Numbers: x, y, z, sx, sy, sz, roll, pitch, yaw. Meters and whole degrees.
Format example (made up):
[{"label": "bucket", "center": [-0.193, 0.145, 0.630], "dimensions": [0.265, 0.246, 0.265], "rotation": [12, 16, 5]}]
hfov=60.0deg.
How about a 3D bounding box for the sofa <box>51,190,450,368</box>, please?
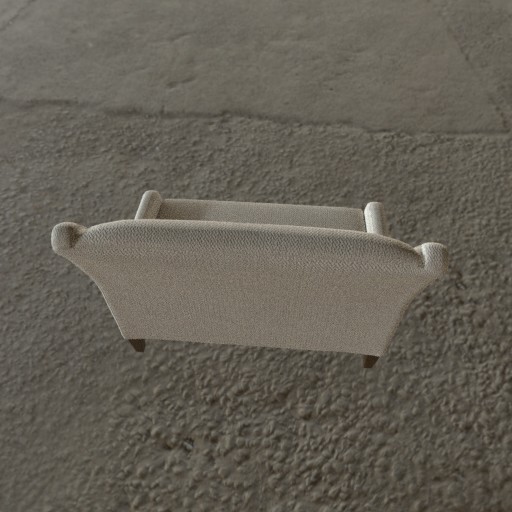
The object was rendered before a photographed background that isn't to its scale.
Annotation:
[{"label": "sofa", "center": [0.000, 0.000, 1.971], "dimensions": [1.242, 1.022, 0.870], "rotation": [3, 48, 3]}]
